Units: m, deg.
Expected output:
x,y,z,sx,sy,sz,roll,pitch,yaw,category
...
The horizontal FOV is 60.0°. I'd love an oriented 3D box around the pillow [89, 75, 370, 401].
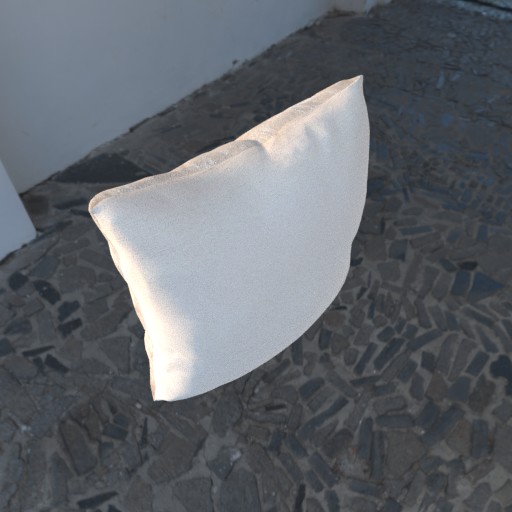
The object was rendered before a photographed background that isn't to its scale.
x,y,z,sx,sy,sz,roll,pitch,yaw,category
0.000,0.000,0.703,0.450,0.448,0.245,-32,55,-26,pillow
